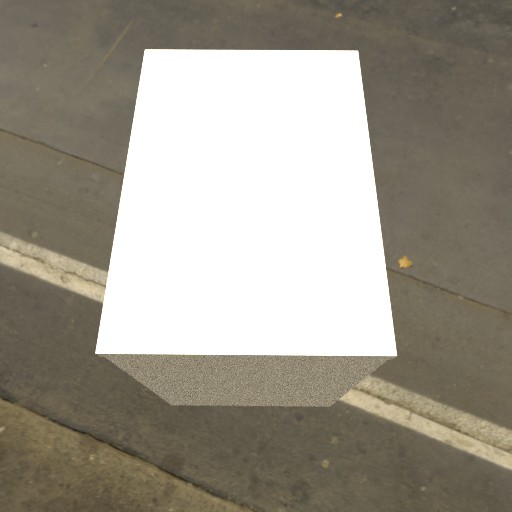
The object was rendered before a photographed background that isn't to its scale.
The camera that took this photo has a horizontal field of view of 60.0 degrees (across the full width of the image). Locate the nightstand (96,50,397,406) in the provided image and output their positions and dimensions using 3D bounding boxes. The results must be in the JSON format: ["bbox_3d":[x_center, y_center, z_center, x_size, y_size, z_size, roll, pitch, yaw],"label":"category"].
[{"bbox_3d":[0.000,0.000,0.756,0.325,0.460,0.441,0,65,0],"label":"nightstand"}]
